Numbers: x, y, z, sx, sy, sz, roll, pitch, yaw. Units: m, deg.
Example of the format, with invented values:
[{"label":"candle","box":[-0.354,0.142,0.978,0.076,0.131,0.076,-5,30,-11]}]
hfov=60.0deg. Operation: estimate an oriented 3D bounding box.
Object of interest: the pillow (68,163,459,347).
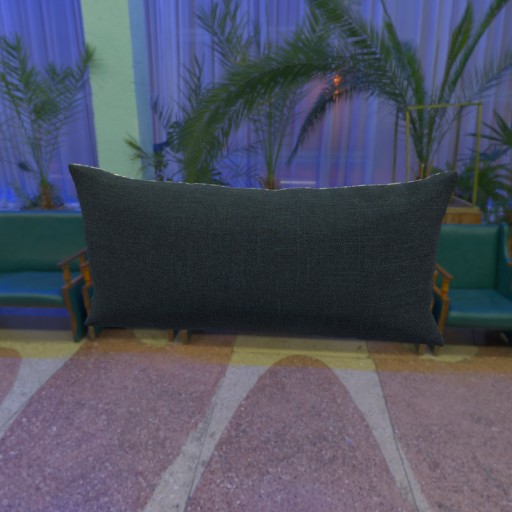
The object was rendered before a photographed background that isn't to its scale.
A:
[{"label":"pillow","box":[0.000,0.000,0.730,0.631,0.292,0.148,2,18,7]}]
